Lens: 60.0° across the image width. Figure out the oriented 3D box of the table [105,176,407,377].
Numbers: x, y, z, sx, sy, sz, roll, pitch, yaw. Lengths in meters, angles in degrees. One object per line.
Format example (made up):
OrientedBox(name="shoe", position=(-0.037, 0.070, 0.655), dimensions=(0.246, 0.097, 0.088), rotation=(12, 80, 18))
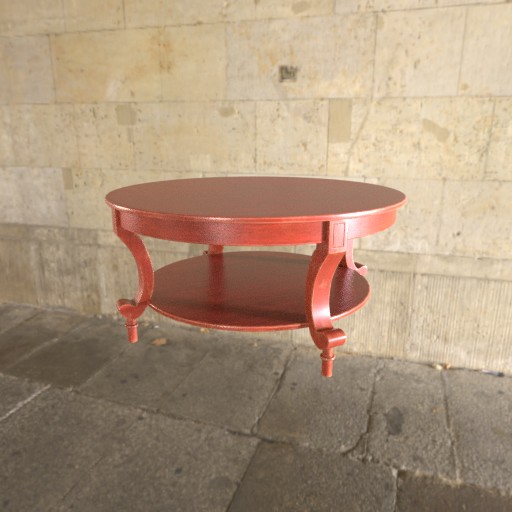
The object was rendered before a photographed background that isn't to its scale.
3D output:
OrientedBox(name="table", position=(0.000, 0.000, 1.646), dimensions=(1.029, 0.486, 1.029), rotation=(0, 16, 0))
